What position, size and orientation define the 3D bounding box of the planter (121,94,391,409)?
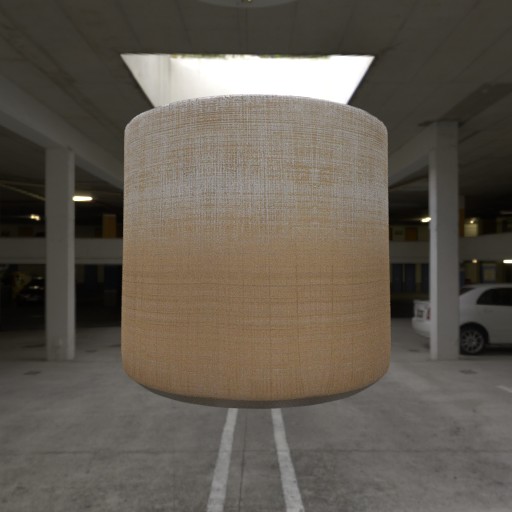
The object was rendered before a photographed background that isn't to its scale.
[{"bbox_3d":[0.000,0.000,0.380,0.221,0.201,0.221,0,0,0],"label":"planter"}]
